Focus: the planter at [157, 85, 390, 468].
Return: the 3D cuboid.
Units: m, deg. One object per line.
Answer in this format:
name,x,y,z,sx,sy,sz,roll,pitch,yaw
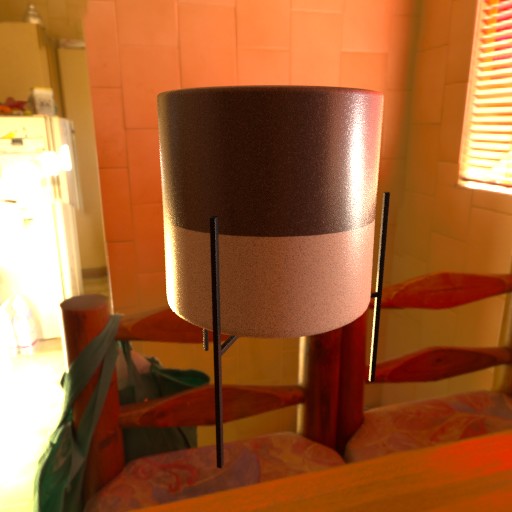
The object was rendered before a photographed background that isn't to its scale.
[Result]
planter,0.000,0.000,0.517,0.260,0.353,0.250,15,21,42
